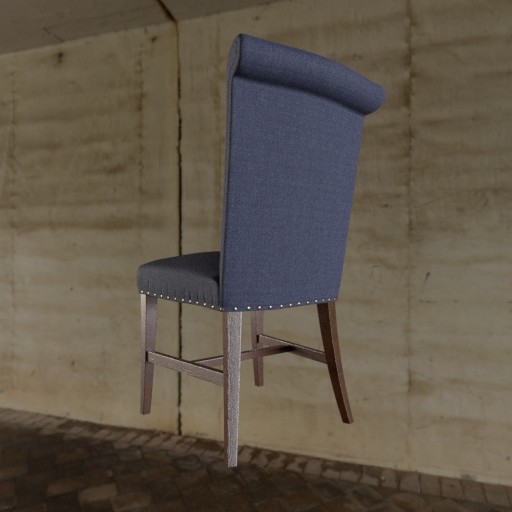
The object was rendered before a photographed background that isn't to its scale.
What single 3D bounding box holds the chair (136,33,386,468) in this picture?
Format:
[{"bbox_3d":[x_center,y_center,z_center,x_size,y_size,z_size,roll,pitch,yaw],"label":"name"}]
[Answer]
[{"bbox_3d":[0.000,0.000,1.322,0.513,0.988,0.608,0,1,-38],"label":"chair"}]
